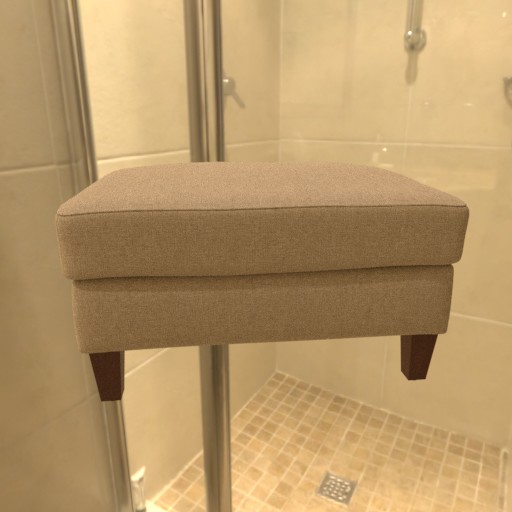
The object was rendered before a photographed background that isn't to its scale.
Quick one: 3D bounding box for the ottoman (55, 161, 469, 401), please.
[{"bbox_3d":[0.000,0.000,1.283,0.898,0.519,0.677,-2,18,-6],"label":"ottoman"}]
